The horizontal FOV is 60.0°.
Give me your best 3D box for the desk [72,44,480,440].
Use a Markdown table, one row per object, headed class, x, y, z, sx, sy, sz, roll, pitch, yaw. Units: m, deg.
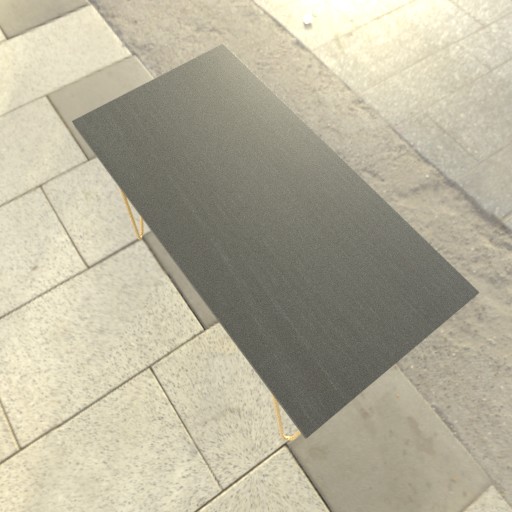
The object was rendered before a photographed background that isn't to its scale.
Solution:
| class | x | y | z | sx | sy | sz | roll | pitch | yaw |
| --- | --- | --- | --- | --- | --- | --- | --- | --- | --- |
| desk | 0.000 | 0.000 | 1.388 | 0.499 | 0.660 | 0.991 | -34 | 69 | -15 |
